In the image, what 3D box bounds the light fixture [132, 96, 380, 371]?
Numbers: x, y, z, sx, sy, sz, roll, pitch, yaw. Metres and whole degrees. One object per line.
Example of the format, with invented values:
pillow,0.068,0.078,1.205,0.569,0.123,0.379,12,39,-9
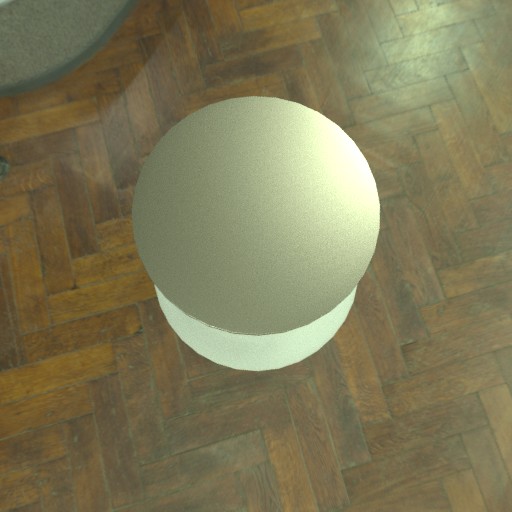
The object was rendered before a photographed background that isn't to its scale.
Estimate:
light fixture,0.000,0.000,0.393,0.199,0.254,0.199,0,76,0
